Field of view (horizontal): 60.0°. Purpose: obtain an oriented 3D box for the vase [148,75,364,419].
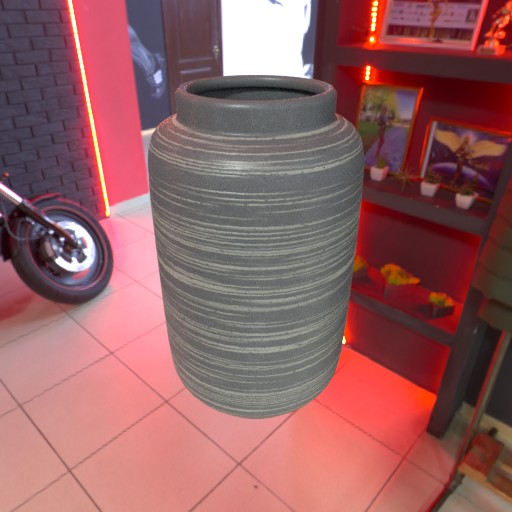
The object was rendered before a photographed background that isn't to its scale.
[{"bbox_3d":[0.000,0.000,0.687,0.297,0.499,0.297,0,30,0],"label":"vase"}]
